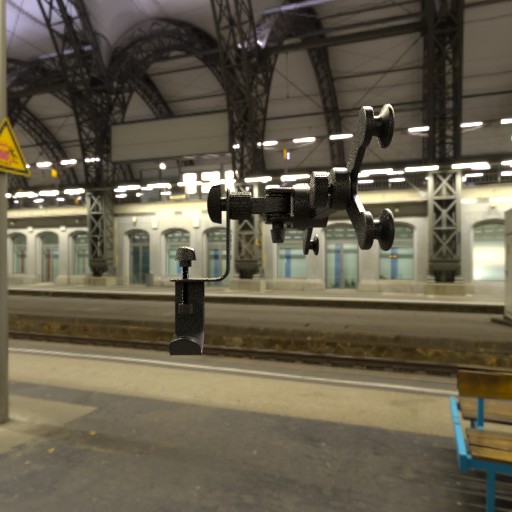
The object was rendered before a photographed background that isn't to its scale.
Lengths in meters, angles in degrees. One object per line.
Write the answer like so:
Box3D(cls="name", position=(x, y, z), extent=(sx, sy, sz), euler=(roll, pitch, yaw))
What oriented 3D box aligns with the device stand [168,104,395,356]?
Box3D(cls="device stand", position=(0.000, 0.000, 0.368), extent=(0.142, 0.166, 0.270), euler=(0, -1, -1))
